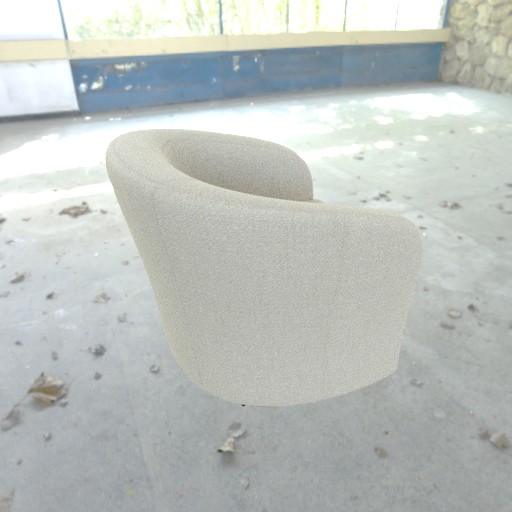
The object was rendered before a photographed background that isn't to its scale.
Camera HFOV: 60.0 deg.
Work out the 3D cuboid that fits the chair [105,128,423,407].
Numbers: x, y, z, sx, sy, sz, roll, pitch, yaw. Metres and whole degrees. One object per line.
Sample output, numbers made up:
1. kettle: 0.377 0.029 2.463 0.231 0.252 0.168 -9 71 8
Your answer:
1. chair: 0.000 0.000 1.424 0.815 0.771 0.791 -12 32 -19
